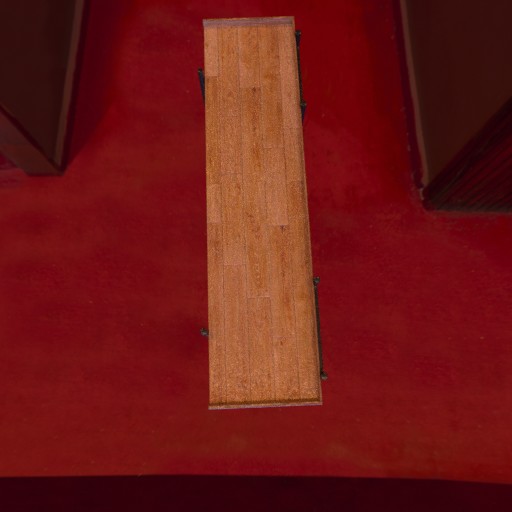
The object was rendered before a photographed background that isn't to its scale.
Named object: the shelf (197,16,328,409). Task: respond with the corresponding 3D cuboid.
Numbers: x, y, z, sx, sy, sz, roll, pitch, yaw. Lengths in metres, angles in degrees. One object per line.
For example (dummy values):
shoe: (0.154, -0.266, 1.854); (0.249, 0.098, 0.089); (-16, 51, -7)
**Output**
shelf: (0.000, 0.000, 2.350); (0.379, 1.826, 1.371); (-2, 76, -1)
